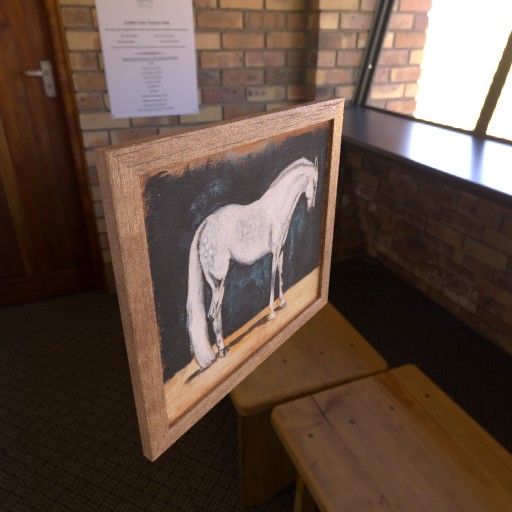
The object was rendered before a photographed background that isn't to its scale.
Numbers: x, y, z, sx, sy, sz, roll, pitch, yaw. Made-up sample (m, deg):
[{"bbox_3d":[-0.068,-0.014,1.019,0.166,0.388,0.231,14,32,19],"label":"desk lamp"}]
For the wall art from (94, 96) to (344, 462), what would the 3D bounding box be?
[{"bbox_3d":[0.000,0.000,0.961,0.026,0.588,0.690,18,32,32],"label":"wall art"}]
